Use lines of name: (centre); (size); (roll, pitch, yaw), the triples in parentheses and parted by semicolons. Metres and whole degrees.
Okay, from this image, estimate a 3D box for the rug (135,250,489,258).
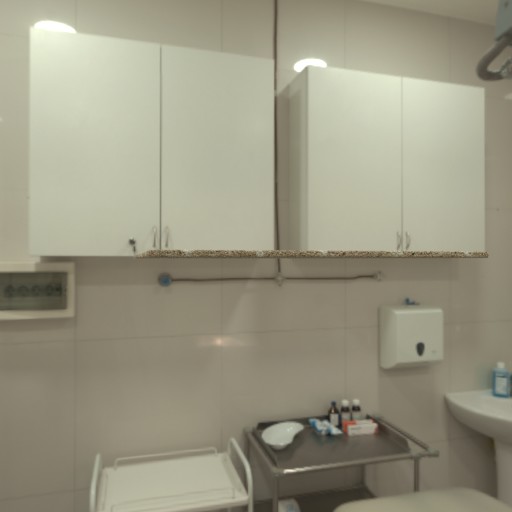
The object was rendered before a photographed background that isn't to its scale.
rug: (0.000, 0.000, 2.979); (1.524, 0.030, 2.438); (0, 0, -16)
